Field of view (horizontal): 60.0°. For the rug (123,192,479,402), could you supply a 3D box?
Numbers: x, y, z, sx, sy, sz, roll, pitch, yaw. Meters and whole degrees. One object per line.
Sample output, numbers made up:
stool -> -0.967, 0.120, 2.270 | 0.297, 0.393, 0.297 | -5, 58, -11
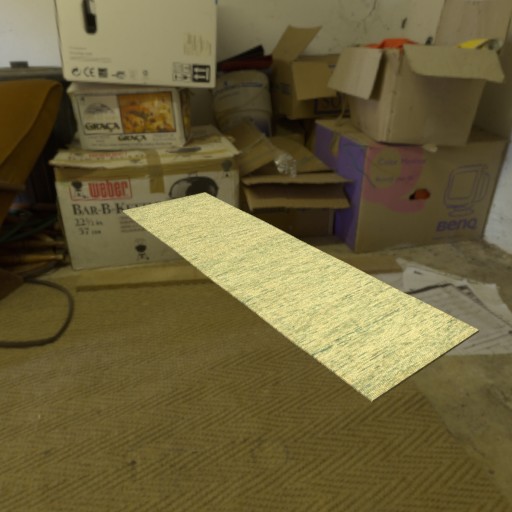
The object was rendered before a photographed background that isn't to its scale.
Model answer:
rug -> 0.000, 0.000, 2.537 | 0.700, 0.014, 2.290 | -18, 32, -32
